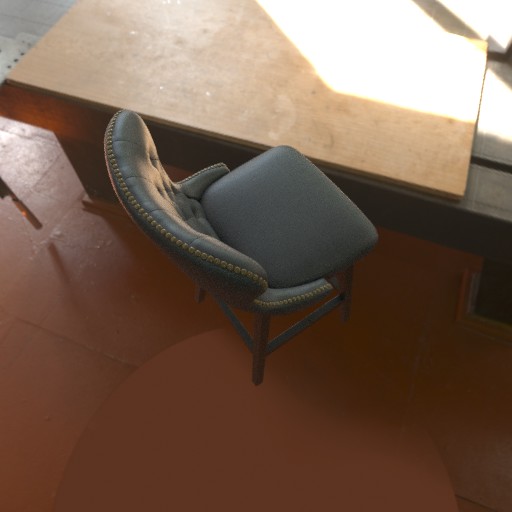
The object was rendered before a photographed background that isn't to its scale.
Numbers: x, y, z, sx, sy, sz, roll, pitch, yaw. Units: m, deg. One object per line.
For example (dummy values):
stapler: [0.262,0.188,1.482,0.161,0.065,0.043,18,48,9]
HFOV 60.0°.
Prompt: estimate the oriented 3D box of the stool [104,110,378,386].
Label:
stool: [0.000,0.000,1.308,0.593,0.971,0.528,-31,64,-17]
